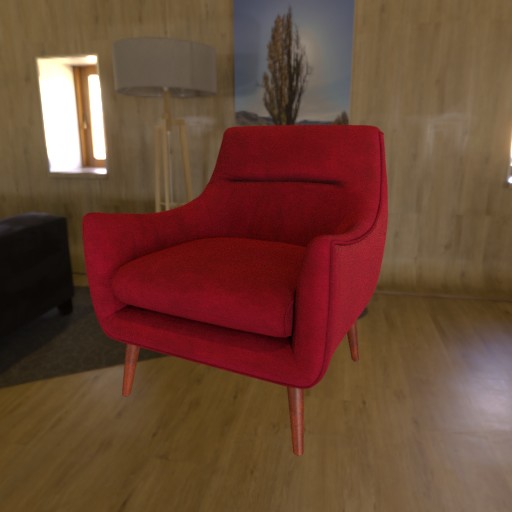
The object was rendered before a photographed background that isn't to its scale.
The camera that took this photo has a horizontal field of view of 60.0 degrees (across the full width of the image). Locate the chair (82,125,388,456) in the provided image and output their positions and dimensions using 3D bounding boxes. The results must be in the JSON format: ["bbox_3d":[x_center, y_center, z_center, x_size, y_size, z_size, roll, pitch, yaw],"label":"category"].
[{"bbox_3d":[0.000,0.000,1.455,0.762,0.838,0.787,8,17,26],"label":"chair"}]
